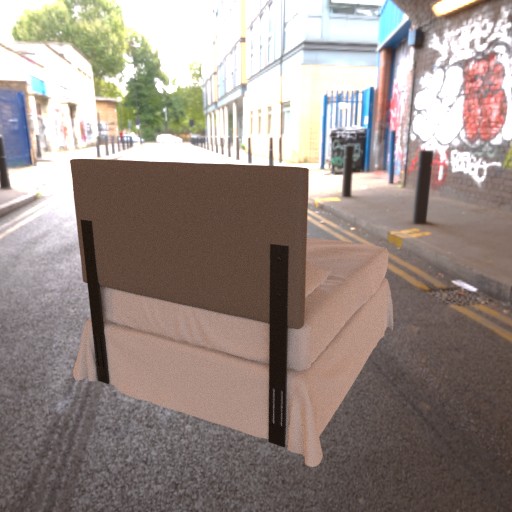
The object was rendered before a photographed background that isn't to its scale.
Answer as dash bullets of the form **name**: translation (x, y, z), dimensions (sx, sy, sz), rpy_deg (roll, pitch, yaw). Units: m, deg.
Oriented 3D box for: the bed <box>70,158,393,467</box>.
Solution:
- **bed**: translation (0.000, 0.000, 3.532), dimensions (1.936, 1.577, 2.222), rpy_deg (8, 18, 27)
